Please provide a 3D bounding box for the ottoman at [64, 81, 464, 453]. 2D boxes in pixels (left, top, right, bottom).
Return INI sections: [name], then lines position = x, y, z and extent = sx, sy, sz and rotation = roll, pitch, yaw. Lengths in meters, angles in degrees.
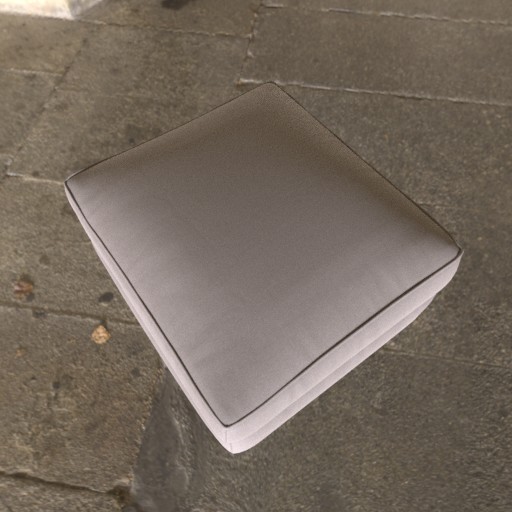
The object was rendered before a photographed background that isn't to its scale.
[ottoman]
position = 0.000, 0.000, 1.144
extent = 0.662, 0.505, 0.721
rotation = -32, 64, -18
